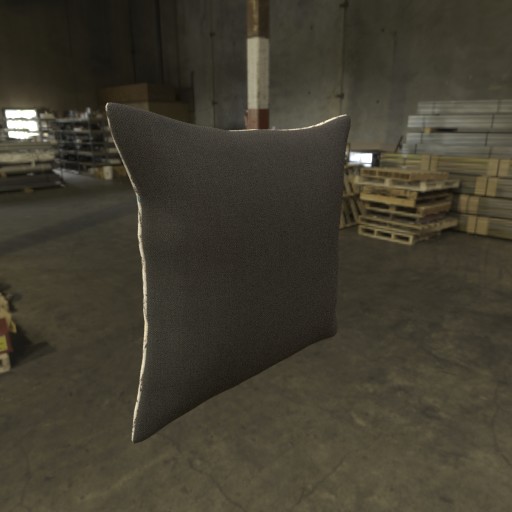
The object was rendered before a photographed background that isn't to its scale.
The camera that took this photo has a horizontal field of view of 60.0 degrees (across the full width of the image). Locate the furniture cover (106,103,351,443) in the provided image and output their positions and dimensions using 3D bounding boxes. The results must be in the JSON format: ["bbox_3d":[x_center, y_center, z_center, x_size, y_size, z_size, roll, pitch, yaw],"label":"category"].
[{"bbox_3d":[0.000,0.000,0.787,0.525,0.498,0.180,-15,22,-42],"label":"furniture cover"}]
